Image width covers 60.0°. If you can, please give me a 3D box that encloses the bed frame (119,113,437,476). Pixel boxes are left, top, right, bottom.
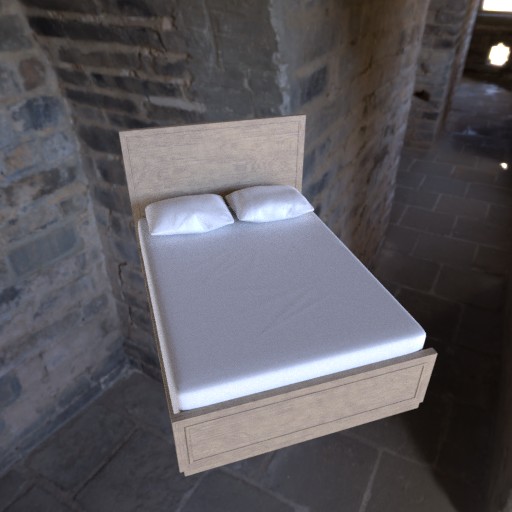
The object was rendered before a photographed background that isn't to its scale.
[{"bbox_3d":[0.000,0.000,3.245,1.606,1.369,2.189,-10,34,-15],"label":"bed frame"}]
